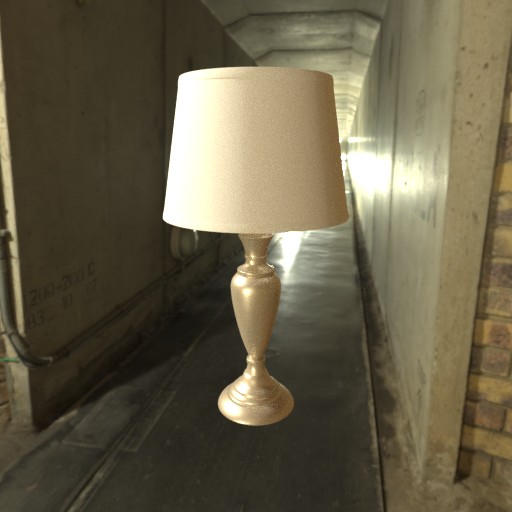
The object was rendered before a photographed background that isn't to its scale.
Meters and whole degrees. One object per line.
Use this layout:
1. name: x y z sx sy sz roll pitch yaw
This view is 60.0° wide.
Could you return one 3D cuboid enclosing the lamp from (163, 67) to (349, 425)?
1. lamp: 0.000 0.000 0.818 0.328 0.612 0.328 0 15 0
